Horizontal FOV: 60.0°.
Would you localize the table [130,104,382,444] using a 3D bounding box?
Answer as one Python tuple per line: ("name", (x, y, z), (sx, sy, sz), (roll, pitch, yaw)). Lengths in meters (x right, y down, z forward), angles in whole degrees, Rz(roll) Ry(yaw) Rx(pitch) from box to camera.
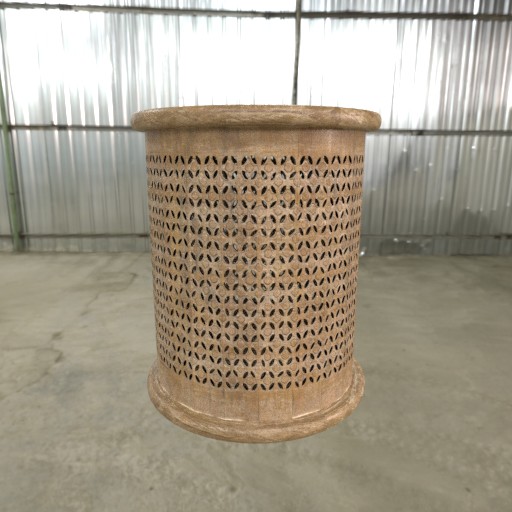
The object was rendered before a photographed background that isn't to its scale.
("table", (0.000, 0.000, 0.798), (0.407, 0.482, 0.407), (0, 13, 0))
